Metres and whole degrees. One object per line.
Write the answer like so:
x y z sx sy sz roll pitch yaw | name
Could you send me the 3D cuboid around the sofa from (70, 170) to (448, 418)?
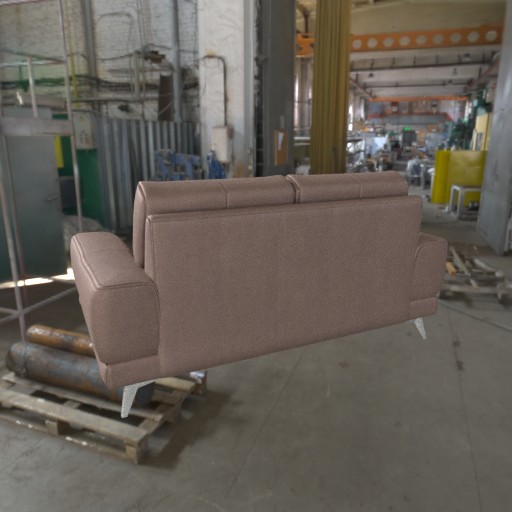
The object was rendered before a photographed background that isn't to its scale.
0.000 0.000 2.385 1.806 0.907 1.018 -7 17 -25 | sofa
